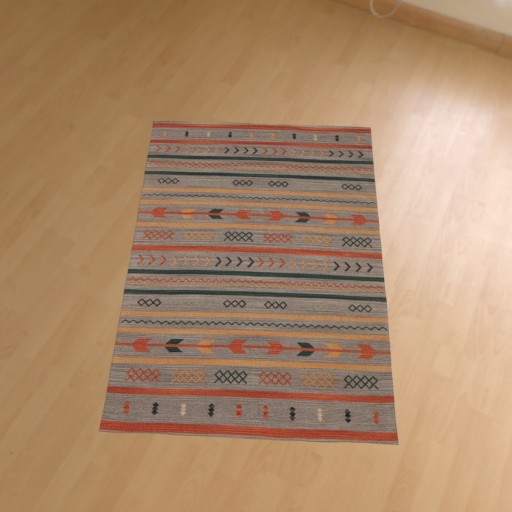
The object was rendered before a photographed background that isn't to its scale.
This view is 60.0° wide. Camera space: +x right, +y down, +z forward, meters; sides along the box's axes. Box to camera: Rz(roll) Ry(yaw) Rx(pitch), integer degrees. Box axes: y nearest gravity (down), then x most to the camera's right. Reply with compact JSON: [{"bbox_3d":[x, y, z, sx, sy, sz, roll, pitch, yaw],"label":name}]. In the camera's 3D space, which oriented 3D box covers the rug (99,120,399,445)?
[{"bbox_3d":[0.000,0.000,3.959,2.263,0.022,3.029,2,65,1],"label":"rug"}]
